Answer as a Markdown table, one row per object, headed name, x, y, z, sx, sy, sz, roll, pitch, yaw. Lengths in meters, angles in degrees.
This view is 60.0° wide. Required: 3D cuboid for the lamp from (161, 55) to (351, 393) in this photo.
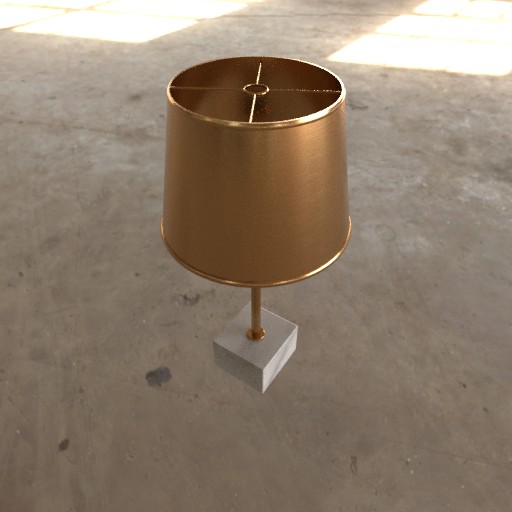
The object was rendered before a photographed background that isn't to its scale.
| name | x | y | z | sx | sy | sz | roll | pitch | yaw |
| --- | --- | --- | --- | --- | --- | --- | --- | --- | --- |
| lamp | 0.000 | 0.000 | 0.527 | 0.208 | 0.406 | 0.208 | 0 | 42 | 0 |
